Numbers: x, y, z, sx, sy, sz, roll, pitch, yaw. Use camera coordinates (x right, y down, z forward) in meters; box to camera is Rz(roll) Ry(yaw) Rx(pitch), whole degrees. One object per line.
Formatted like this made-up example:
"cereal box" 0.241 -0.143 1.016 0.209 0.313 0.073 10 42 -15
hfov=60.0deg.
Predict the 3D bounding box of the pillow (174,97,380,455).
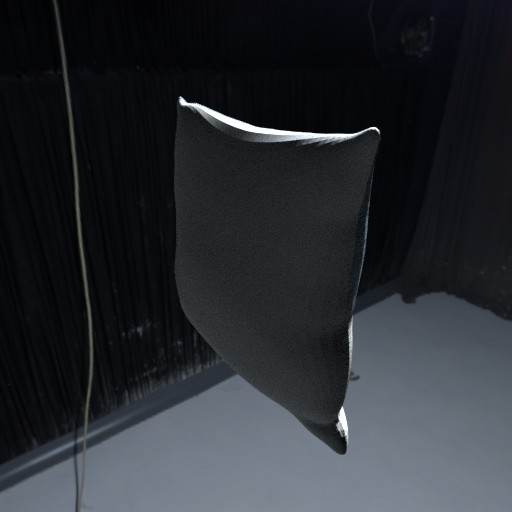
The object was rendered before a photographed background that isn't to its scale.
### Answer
"pillow" 0.000 0.000 0.682 0.182 0.441 0.440 -18 31 -32
